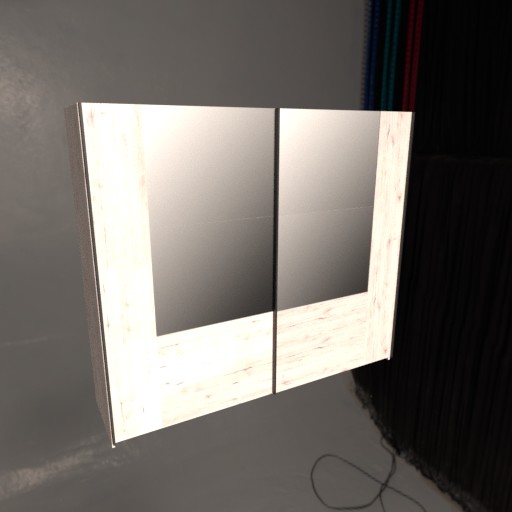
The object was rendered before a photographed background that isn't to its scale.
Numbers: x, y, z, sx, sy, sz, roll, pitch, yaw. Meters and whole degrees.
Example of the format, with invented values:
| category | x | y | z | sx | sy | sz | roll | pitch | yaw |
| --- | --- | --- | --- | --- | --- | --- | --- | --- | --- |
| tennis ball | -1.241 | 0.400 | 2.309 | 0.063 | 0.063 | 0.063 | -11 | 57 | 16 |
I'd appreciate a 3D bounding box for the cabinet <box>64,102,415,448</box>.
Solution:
| category | x | y | z | sx | sy | sz | roll | pitch | yaw |
| --- | --- | --- | --- | --- | --- | --- | --- | --- | --- |
| cabinet | 0.000 | 0.000 | 3.486 | 2.500 | 2.180 | 0.660 | -8 | 18 | -27 |
